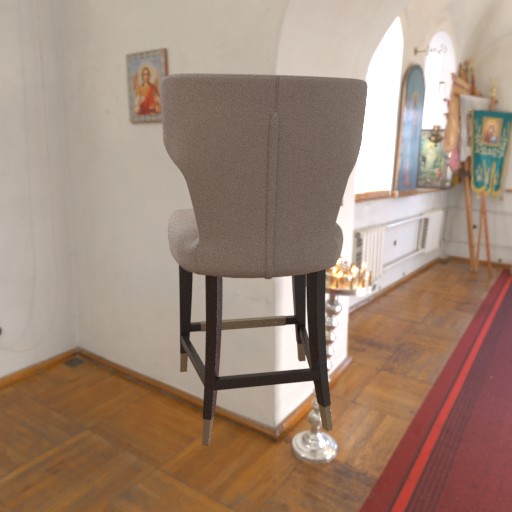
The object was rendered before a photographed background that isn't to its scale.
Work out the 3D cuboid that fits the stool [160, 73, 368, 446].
[{"bbox_3d":[0.000,0.000,1.359,0.527,0.982,0.563,-3,14,-10],"label":"stool"}]
